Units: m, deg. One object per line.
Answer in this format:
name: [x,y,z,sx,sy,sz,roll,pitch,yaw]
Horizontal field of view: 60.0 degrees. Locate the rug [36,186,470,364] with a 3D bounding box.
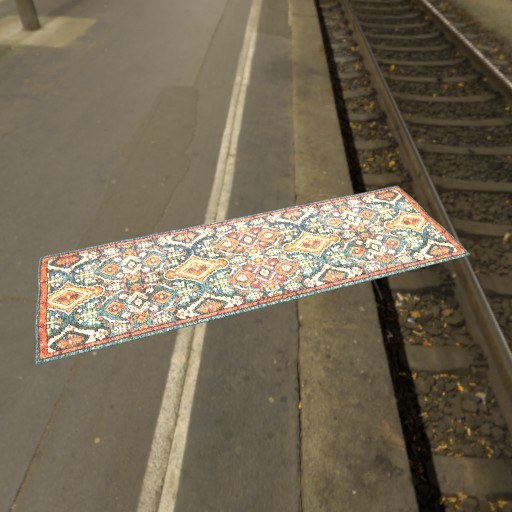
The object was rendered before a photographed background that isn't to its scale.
rug: [0.000,0.000,2.649,2.459,0.010,0.801,-13,43,-14]
